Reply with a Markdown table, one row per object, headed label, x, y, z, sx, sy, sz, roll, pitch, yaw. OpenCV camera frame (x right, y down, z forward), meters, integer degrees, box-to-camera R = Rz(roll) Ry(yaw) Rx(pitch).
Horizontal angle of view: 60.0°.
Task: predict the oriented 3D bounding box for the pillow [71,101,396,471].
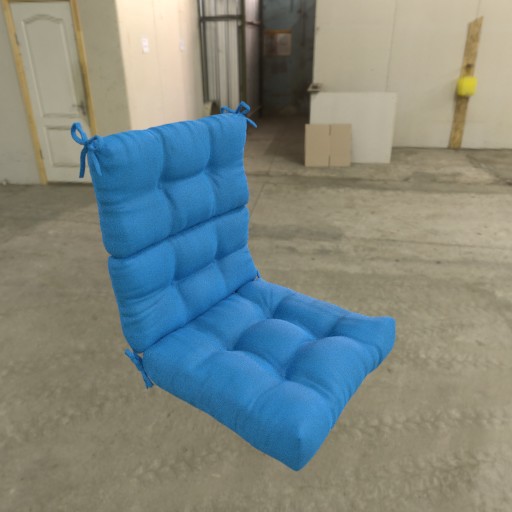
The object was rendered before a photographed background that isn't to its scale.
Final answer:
| label | x | y | z | sx | sy | sz | roll | pitch | yaw |
| --- | --- | --- | --- | --- | --- | --- | --- | --- | --- |
| pillow | 0.000 | 0.000 | 1.014 | 0.571 | 0.605 | 0.519 | 18 | 31 | 32 |
